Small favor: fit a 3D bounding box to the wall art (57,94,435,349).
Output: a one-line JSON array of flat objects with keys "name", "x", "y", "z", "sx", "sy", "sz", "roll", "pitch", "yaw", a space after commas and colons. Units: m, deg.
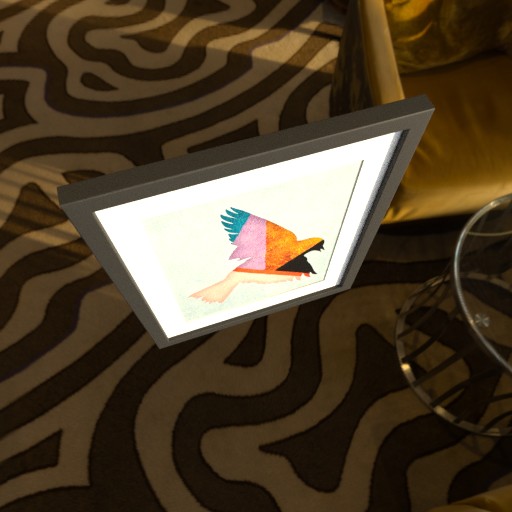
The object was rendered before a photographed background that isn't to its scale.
[{"name": "wall art", "x": 0.000, "y": 0.000, "z": 0.765, "sx": 0.457, "sy": 0.558, "sz": 0.028, "roll": -16, "pitch": 64, "yaw": -8}]
